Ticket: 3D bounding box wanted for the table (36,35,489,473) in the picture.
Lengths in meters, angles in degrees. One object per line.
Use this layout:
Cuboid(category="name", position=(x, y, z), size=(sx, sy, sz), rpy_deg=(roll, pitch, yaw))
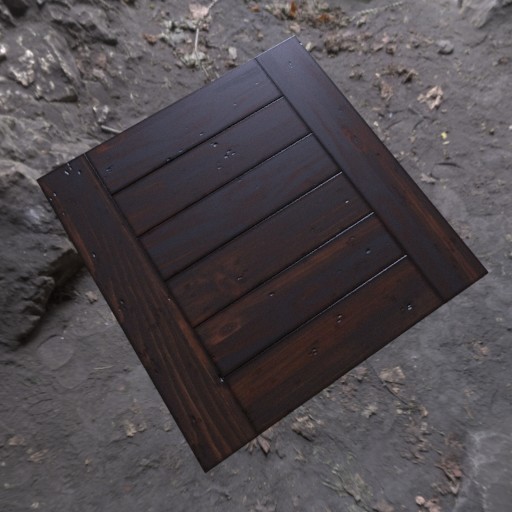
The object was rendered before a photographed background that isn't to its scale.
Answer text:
Cuboid(category="table", position=(0.000, 0.000, 1.019), size=(0.593, 0.437, 0.606), rpy_deg=(-32, 77, -8))
